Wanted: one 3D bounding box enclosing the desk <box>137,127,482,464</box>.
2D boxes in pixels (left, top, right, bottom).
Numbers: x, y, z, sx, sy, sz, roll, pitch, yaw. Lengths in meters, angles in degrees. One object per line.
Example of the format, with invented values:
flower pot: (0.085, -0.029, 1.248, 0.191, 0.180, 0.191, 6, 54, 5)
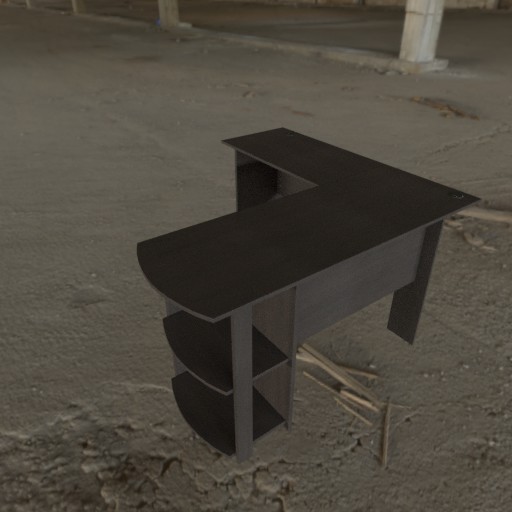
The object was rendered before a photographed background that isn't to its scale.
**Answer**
desk: (0.000, 0.000, 2.123, 1.361, 0.716, 1.303, -21, 38, -30)
